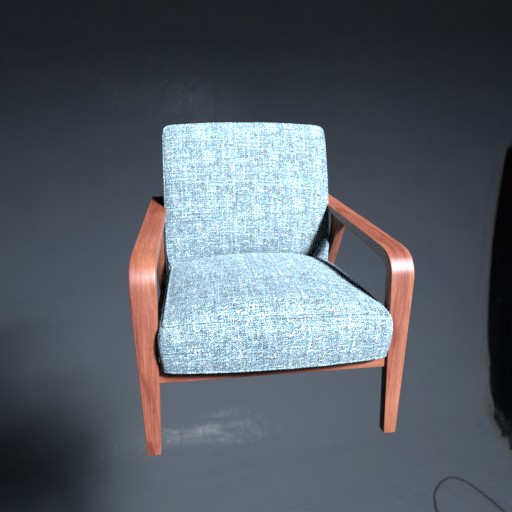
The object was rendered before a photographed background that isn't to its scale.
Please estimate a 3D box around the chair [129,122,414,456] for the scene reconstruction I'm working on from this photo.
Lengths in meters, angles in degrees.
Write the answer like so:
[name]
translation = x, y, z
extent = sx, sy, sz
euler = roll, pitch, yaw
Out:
[chair]
translation = 0.000, 0.000, 1.475
extent = 0.719, 0.864, 0.889
euler = -2, 16, -8
